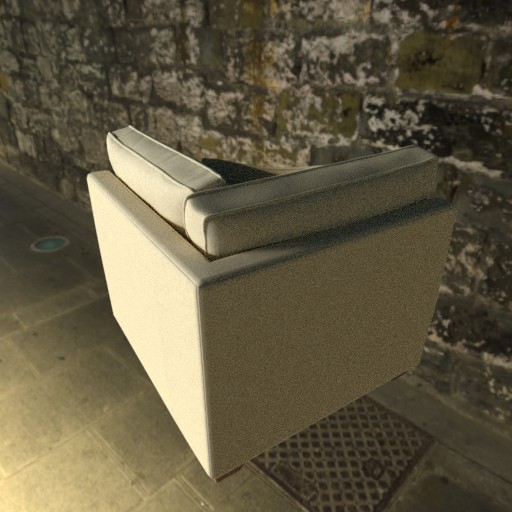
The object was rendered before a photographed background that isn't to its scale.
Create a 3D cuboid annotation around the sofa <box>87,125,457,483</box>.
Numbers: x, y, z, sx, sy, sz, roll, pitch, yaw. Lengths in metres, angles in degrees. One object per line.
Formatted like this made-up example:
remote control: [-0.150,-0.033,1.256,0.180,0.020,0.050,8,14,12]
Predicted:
sofa: [0.000,0.000,1.930,1.084,1.002,1.146,-17,32,-28]
